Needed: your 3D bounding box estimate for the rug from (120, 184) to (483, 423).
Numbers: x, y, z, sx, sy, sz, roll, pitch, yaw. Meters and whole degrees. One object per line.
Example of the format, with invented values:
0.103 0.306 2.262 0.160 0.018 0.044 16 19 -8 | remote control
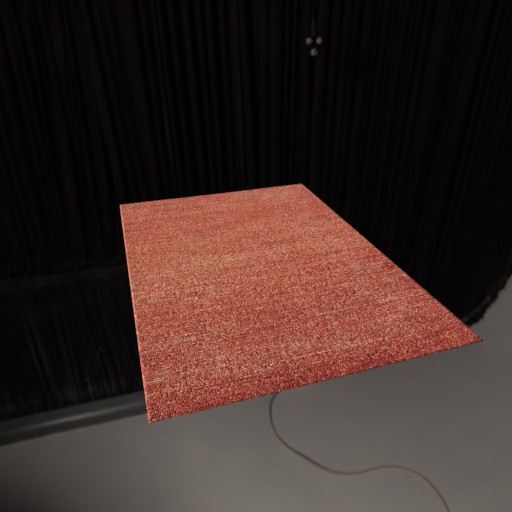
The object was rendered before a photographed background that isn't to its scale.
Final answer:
0.000 0.000 5.039 2.803 0.025 3.965 -9 31 -15 | rug
